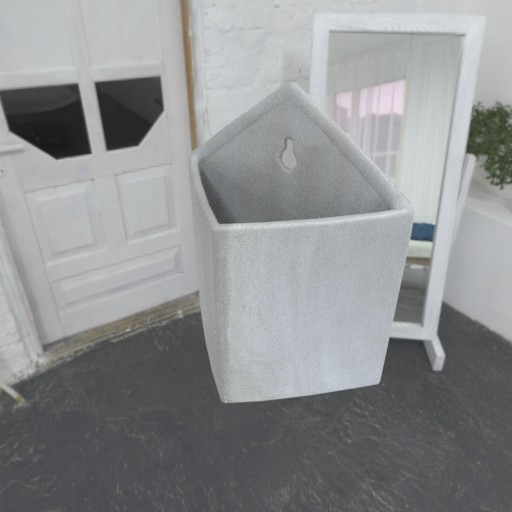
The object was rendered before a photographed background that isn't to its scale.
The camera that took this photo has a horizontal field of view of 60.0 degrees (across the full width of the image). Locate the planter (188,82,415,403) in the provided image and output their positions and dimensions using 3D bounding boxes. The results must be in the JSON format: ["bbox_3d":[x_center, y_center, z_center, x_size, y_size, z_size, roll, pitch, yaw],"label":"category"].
[{"bbox_3d":[0.000,0.000,0.276,0.163,0.194,0.080,19,37,28],"label":"planter"}]
